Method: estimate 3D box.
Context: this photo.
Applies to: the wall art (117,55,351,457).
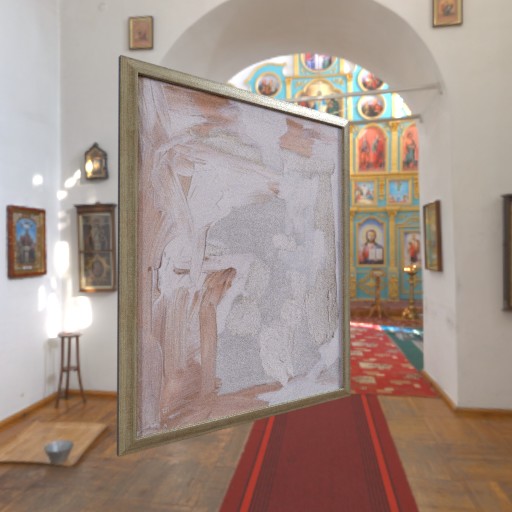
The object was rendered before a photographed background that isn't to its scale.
[{"bbox_3d":[0.000,0.000,0.894,0.559,0.660,0.018,1,-1,-36],"label":"wall art"}]
